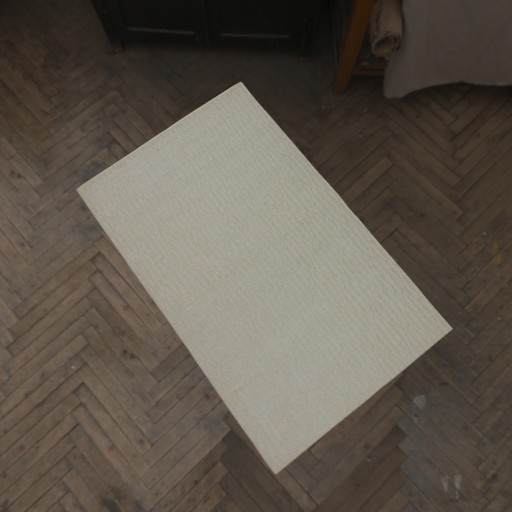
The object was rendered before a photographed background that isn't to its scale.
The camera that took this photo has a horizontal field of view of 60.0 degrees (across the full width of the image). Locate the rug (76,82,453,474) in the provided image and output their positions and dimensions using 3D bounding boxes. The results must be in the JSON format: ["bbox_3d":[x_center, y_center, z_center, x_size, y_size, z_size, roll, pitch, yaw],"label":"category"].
[{"bbox_3d":[0.000,0.000,3.152,1.531,0.014,2.441,-36,78,-9],"label":"rug"}]
